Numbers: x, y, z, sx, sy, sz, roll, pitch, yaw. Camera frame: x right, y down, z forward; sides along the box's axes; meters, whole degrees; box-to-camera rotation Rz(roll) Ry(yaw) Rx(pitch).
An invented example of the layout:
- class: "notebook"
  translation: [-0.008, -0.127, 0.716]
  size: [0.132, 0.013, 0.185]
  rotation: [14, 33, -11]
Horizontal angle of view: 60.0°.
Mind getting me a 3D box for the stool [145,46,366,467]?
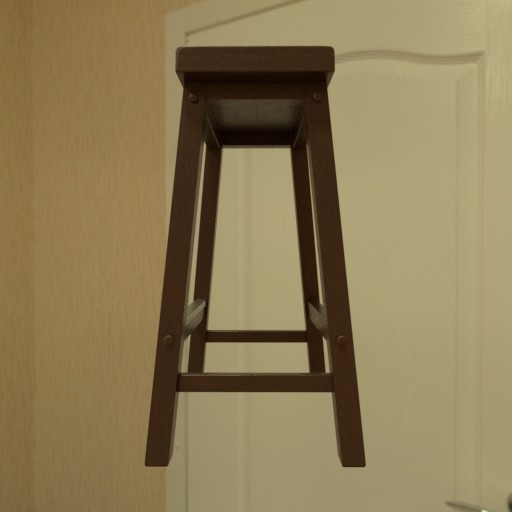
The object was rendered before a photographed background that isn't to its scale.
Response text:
- class: "stool"
  translation: [0.000, 0.000, 0.842]
  size: [0.322, 0.610, 0.406]
  rotation: [0, 1, 0]
